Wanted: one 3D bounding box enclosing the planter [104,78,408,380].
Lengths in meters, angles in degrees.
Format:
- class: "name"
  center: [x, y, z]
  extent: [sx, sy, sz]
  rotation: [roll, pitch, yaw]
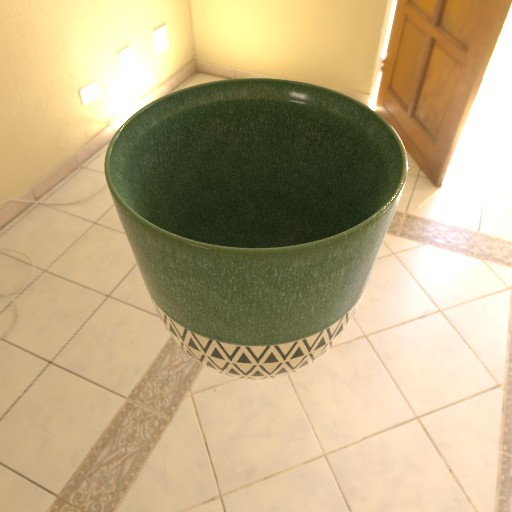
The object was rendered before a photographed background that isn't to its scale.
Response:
- class: "planter"
  center: [0.000, 0.000, 0.369]
  extent: [0.195, 0.214, 0.195]
  rotation: [0, 47, 0]
